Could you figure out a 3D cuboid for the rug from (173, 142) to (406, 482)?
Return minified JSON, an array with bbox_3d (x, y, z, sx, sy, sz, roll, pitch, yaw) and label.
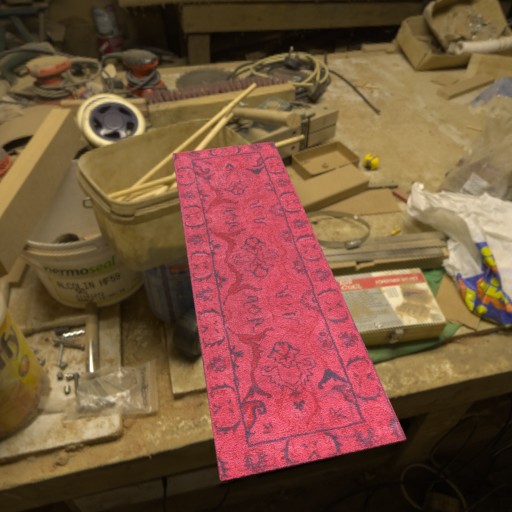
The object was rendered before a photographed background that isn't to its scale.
[{"bbox_3d":[0.000,0.000,2.680,0.813,0.018,2.439,-9,46,-8],"label":"rug"}]
